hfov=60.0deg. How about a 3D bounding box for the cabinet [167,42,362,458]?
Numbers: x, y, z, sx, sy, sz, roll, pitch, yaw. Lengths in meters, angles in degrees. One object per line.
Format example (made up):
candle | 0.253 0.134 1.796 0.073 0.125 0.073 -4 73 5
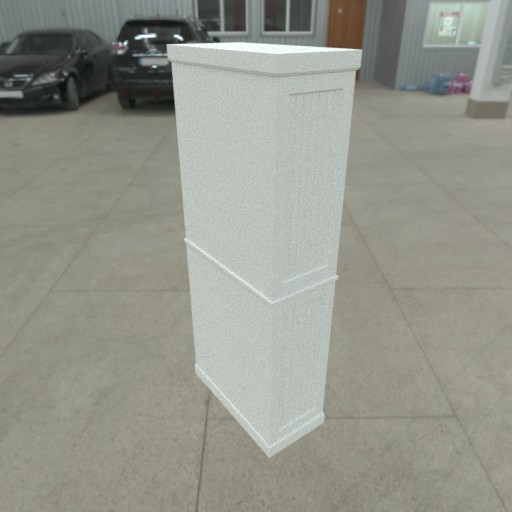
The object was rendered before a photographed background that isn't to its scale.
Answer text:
cabinet | 0.000 0.000 2.140 0.390 1.829 0.754 -19 33 -31
